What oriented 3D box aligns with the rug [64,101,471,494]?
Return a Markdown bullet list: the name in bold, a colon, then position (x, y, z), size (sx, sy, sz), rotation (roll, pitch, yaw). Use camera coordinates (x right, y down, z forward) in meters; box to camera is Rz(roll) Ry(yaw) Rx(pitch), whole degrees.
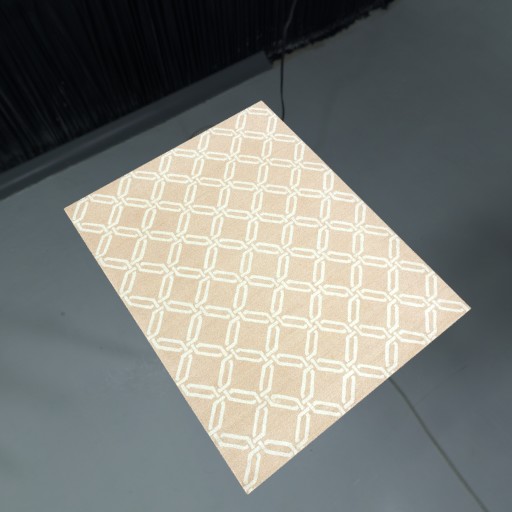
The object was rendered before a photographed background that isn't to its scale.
- **rug**: position (0.000, 0.000, 3.882), size (2.288, 0.018, 2.895), rotation (-33, 68, -15)
